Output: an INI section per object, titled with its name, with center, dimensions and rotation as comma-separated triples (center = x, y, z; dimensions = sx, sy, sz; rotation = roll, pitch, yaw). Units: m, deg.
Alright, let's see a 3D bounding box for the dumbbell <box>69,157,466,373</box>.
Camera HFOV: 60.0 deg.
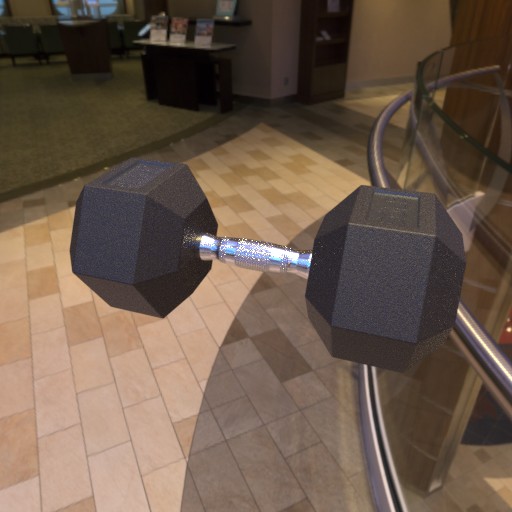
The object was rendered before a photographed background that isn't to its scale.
[dumbbell]
center = 0.000, 0.000, 0.463
dimensions = 0.384, 0.150, 0.173
rotation = 10, 33, 16
